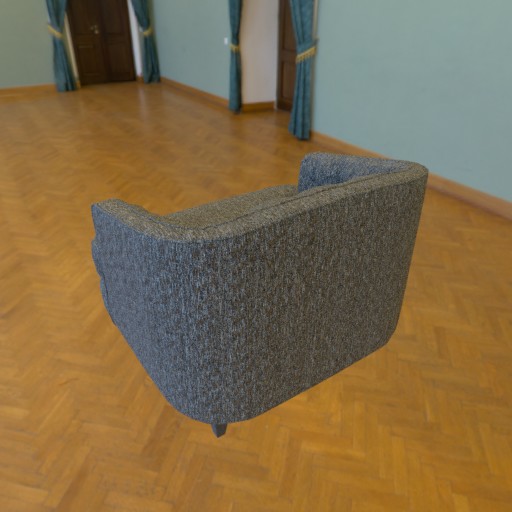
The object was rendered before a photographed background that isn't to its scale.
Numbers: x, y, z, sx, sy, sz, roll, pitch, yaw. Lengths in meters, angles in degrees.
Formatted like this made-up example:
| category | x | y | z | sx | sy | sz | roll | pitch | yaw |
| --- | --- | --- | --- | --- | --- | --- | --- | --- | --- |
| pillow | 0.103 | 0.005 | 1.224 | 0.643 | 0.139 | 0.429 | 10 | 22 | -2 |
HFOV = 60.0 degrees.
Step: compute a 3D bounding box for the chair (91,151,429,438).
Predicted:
| category | x | y | z | sx | sy | sz | roll | pitch | yaw |
| --- | --- | --- | --- | --- | --- | --- | --- | --- | --- |
| chair | 0.000 | 0.000 | 1.796 | 1.104 | 0.852 | 0.941 | -19 | 36 | -29 |
